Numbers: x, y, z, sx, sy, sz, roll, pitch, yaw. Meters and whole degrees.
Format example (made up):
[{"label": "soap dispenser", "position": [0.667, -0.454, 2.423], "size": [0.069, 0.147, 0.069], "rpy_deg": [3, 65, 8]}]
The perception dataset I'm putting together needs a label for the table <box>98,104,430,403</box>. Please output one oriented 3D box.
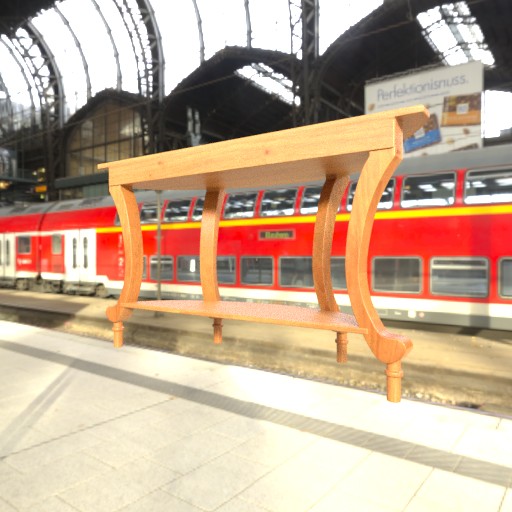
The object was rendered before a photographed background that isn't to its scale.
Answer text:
[{"label": "table", "position": [0.000, 0.000, 1.505], "size": [1.198, 0.692, 0.394], "rpy_deg": [0, 1, 35]}]
